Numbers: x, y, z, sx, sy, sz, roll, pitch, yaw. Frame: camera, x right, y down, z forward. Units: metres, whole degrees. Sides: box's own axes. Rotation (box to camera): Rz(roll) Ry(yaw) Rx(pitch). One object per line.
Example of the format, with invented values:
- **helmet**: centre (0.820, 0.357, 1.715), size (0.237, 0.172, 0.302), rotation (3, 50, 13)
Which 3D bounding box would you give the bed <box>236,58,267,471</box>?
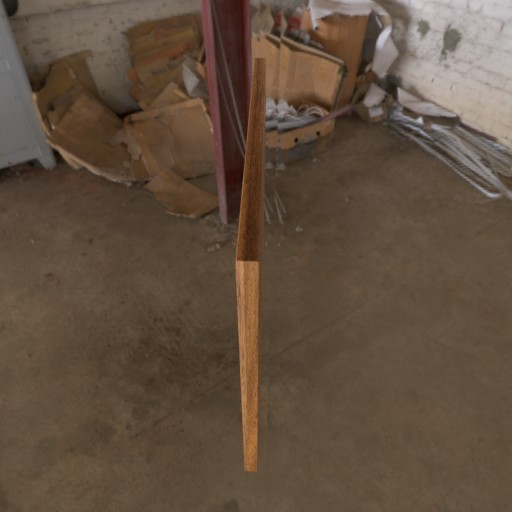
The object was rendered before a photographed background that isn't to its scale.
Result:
- **bed**: centre (0.000, 0.000, 1.499), size (0.043, 0.940, 1.041), rotation (1, 43, 1)
